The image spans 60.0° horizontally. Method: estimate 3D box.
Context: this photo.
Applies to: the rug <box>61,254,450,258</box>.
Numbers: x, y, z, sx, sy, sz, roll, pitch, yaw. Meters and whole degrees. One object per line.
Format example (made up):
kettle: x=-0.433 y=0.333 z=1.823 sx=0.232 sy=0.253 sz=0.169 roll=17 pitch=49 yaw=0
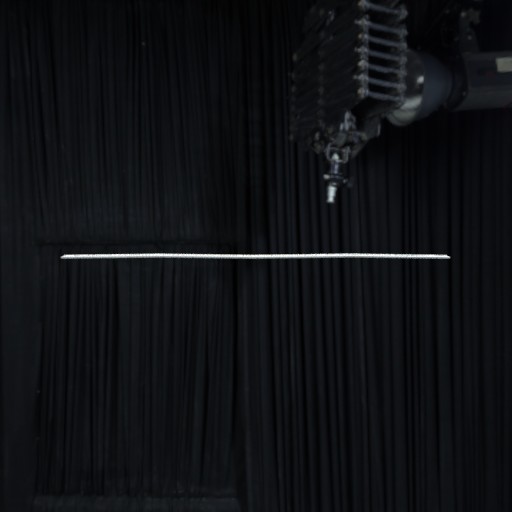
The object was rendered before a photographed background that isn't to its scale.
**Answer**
rug: x=0.000 y=0.000 z=3.769 sx=2.043 sy=0.026 sz=2.901 roll=0 pitch=0 yaw=0
